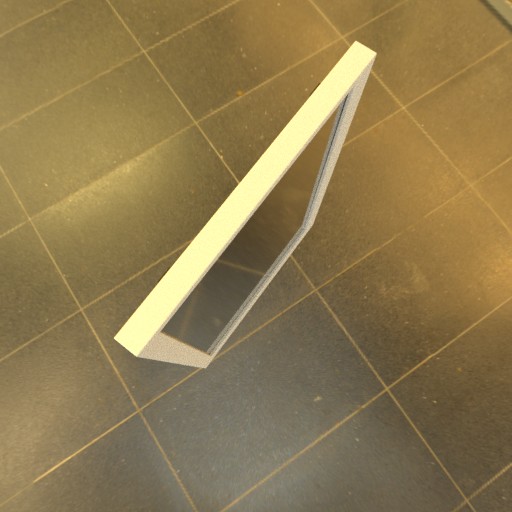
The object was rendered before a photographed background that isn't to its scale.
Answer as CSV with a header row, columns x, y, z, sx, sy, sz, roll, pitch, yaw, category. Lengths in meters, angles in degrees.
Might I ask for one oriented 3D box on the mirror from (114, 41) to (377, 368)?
x,y,z,sx,sy,sz,roll,pitch,yaw,category
0.000,0.000,0.901,0.040,0.710,0.507,36,78,9,mirror
